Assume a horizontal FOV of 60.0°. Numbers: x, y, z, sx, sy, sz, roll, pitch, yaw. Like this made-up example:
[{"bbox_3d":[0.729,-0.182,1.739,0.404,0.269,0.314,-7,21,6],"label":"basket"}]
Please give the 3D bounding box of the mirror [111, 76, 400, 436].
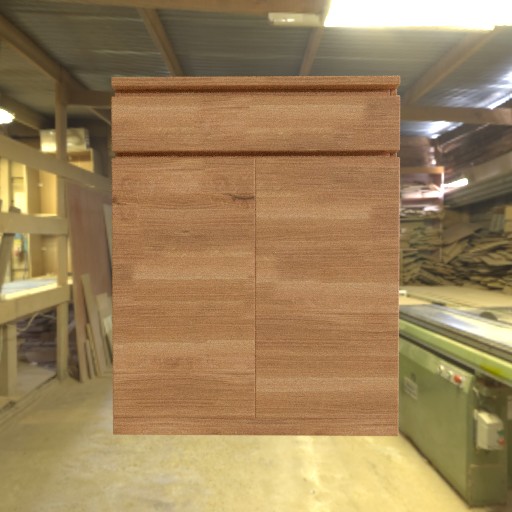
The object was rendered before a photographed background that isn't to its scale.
[{"bbox_3d":[0.000,0.000,1.433,0.800,1.000,0.400,0,1,1],"label":"mirror"}]
